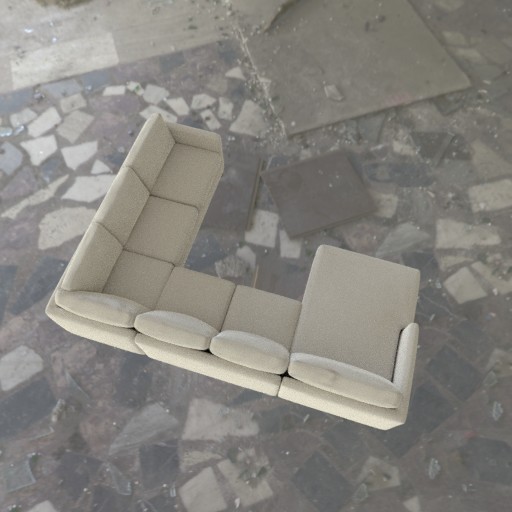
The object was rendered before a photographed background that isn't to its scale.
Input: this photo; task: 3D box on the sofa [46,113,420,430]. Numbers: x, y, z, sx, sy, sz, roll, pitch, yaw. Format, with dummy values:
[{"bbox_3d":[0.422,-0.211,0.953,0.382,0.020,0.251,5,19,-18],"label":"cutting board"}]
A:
[{"bbox_3d":[0.000,0.000,4.725,3.459,0.956,2.593,15,65,7],"label":"sofa"}]
